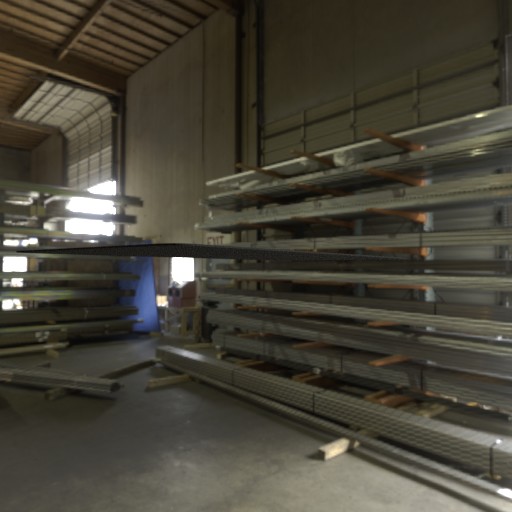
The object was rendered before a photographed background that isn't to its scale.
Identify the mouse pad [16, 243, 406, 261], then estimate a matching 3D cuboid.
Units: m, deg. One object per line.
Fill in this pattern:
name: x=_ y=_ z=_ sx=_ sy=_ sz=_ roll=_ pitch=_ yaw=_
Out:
mouse pad: x=0.000 y=0.000 z=1.029 sx=0.424 sy=0.003 sz=0.907 roll=-1 pitch=-2 yaw=36
